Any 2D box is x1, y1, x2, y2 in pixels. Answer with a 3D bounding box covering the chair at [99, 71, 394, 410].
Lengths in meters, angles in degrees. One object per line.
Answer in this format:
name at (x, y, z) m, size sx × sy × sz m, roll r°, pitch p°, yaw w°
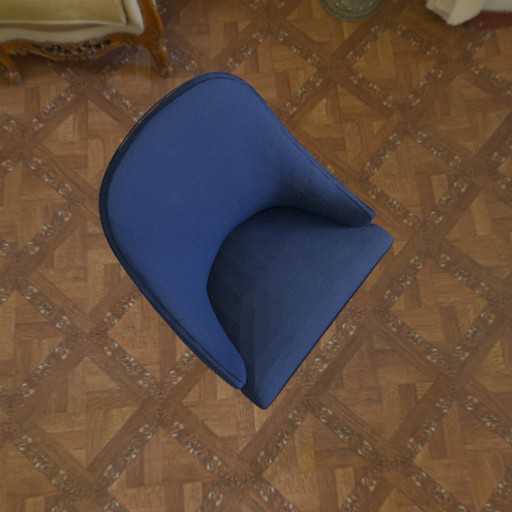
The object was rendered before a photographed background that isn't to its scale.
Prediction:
chair at (0.000, 0.000, 1.251) m, size 0.575 × 0.889 × 0.643 m, roll 38°, pitch 79°, yaw 9°
